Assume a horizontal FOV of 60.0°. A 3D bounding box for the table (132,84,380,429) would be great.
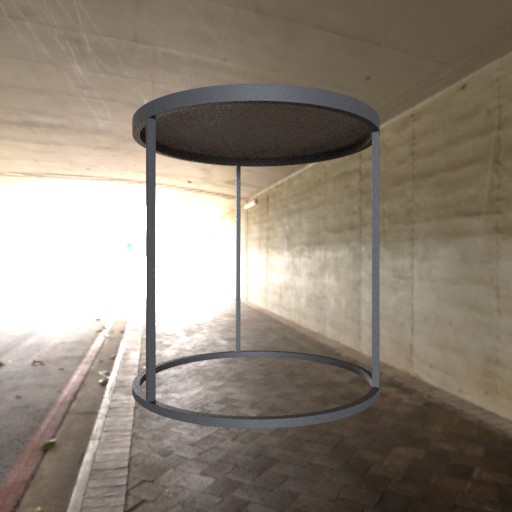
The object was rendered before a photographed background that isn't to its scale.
[{"bbox_3d":[0.000,0.000,0.873,0.470,0.498,0.470,0,0,0],"label":"table"}]
